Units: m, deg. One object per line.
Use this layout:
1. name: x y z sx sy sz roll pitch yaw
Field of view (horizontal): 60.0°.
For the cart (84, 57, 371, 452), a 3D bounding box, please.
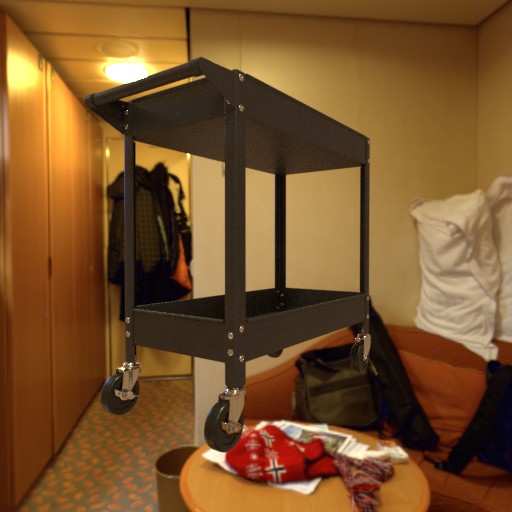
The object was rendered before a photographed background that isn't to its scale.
1. cart: 0.000 0.000 1.167 0.366 0.719 0.779 1 1 36
